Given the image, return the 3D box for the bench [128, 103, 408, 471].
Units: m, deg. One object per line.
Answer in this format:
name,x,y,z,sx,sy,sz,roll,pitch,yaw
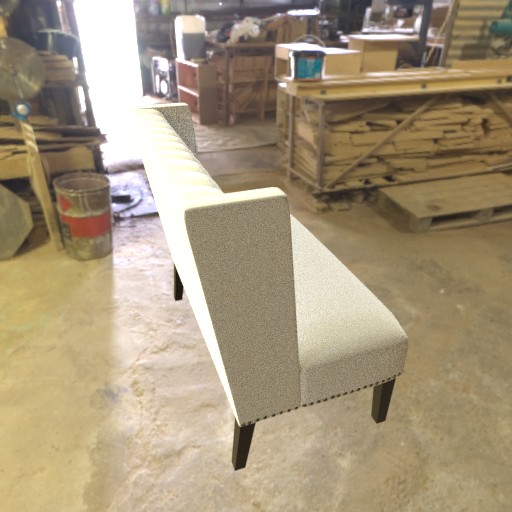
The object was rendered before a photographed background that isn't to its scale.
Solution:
bench,0.000,0.000,2.002,0.847,1.123,1.280,-10,32,-17
